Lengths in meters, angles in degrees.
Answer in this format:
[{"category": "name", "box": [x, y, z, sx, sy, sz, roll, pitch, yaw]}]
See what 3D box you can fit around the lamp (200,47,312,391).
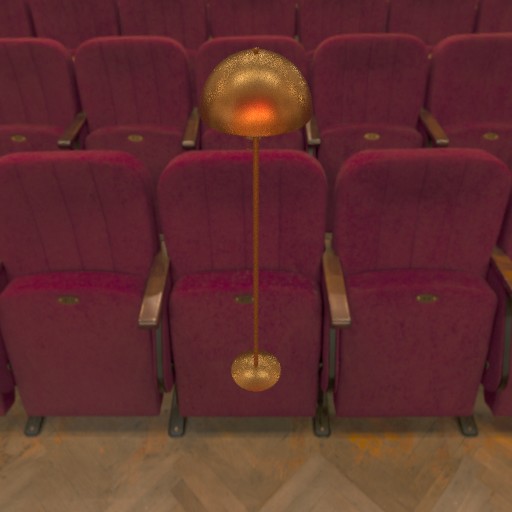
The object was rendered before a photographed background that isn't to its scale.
[{"category": "lamp", "box": [0.000, 0.000, 1.672, 0.328, 1.480, 0.328, 0, 42, 0]}]
